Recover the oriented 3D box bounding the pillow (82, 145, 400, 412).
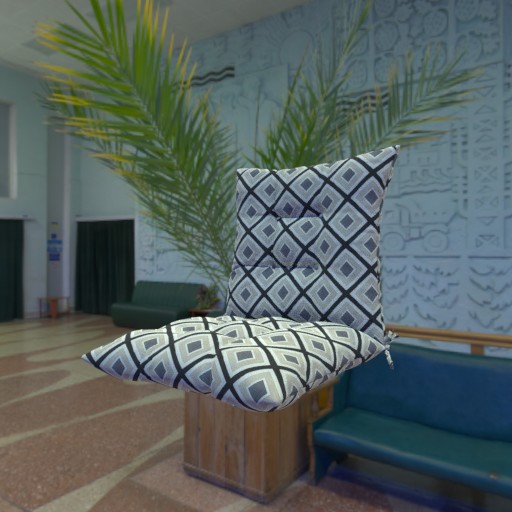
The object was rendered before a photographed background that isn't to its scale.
[{"bbox_3d":[0.000,0.000,1.024,0.541,0.536,0.585,0,0,36],"label":"pillow"}]
